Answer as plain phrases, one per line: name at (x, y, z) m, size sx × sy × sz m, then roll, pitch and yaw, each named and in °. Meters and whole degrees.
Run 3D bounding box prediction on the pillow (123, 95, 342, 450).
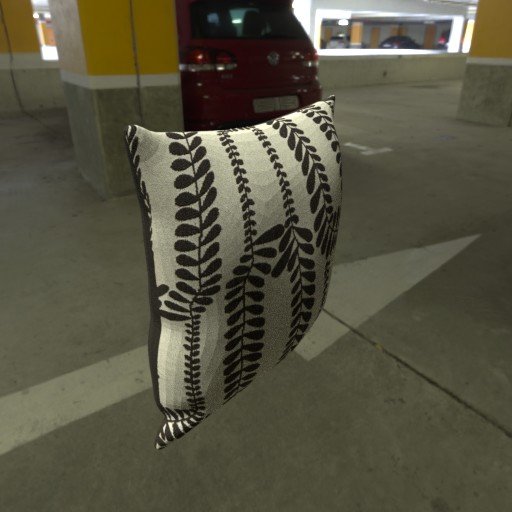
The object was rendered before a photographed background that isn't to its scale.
pillow at (0.000, 0.000, 0.674) m, size 0.182 × 0.441 × 0.440 m, roll 18°, pitch 31°, yaw 33°
